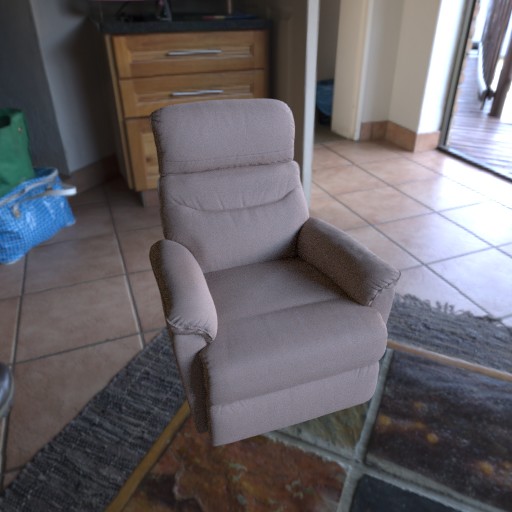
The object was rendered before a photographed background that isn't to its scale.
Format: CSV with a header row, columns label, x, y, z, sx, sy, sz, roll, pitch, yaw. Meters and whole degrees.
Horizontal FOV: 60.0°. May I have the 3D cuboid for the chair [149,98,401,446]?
label,x,y,z,sx,sy,sz,roll,pitch,yaw
chair,0.000,0.000,1.761,0.820,1.037,1.004,-10,32,-17
